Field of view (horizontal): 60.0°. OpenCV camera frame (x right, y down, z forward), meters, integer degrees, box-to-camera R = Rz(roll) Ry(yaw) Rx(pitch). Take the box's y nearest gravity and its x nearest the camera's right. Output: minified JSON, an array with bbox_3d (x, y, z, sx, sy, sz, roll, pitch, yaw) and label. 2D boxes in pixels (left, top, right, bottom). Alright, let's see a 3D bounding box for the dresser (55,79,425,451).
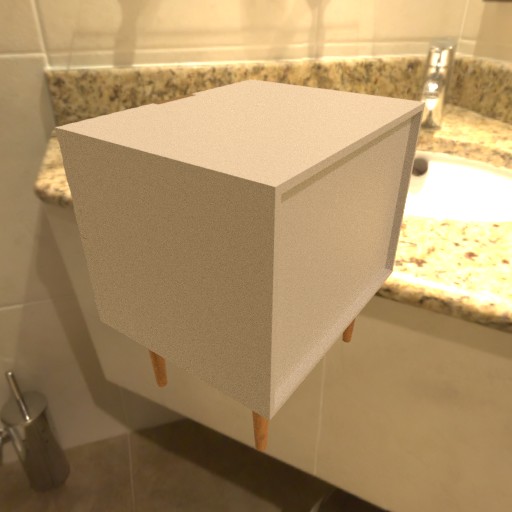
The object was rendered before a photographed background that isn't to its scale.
[{"bbox_3d":[0.000,0.000,0.899,0.414,0.568,0.503,21,37,30],"label":"dresser"}]
